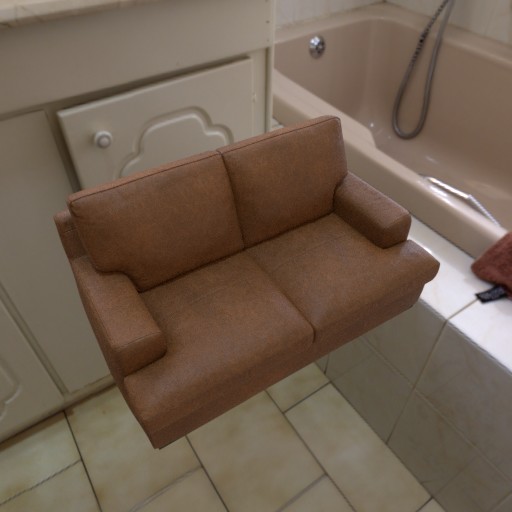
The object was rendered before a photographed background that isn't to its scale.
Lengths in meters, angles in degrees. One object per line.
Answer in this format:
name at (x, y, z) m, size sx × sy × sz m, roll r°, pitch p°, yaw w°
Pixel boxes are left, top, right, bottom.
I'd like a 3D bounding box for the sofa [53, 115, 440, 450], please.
sofa at (0.000, 0.000, 2.500) m, size 1.880 × 0.966 × 1.144 m, roll -23°, pitch 49°, yaw -22°
